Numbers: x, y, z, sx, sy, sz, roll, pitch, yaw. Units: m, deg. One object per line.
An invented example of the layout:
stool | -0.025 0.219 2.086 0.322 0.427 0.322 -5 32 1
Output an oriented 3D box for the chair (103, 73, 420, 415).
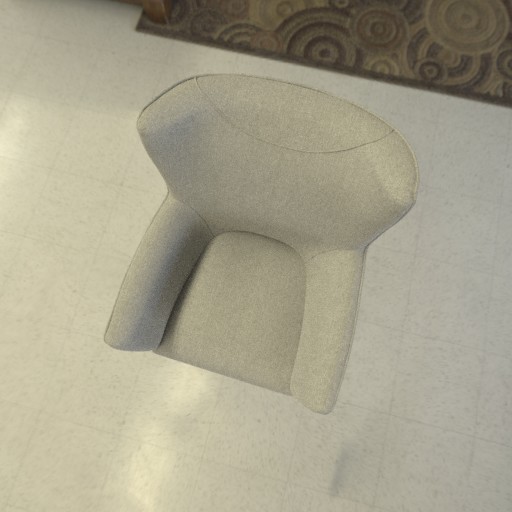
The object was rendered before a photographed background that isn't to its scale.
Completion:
chair | 0.000 0.000 1.577 0.781 0.933 0.888 16 76 4
